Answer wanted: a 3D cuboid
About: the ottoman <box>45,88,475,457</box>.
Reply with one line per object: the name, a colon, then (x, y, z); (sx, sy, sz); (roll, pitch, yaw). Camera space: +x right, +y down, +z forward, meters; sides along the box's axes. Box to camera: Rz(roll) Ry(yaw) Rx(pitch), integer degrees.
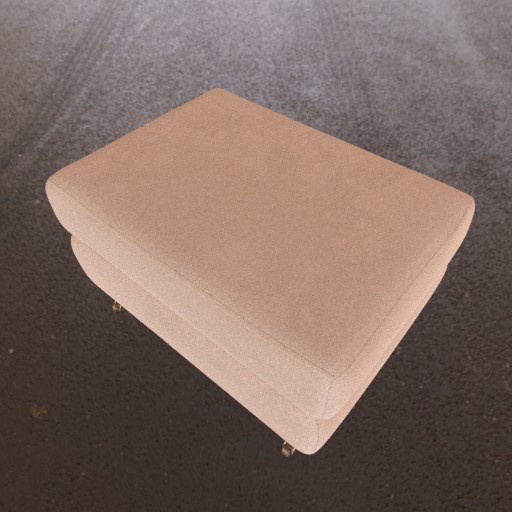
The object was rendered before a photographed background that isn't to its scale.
ottoman: (0.000, 0.000, 1.080); (0.773, 0.499, 0.569); (32, 55, 26)
